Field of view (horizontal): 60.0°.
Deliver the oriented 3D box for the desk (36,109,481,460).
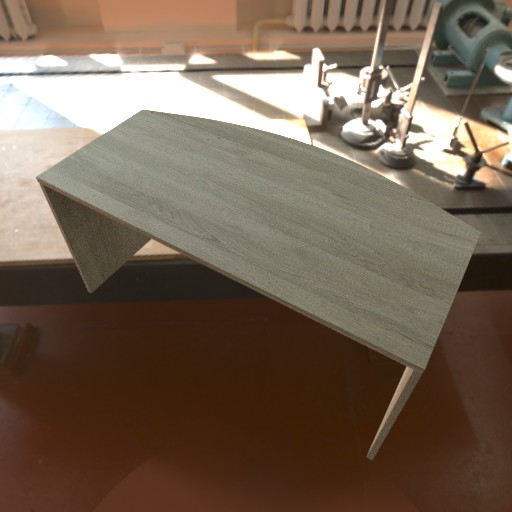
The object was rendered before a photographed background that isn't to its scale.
[{"bbox_3d":[0.000,0.000,2.008,1.600,0.752,0.802,25,52,21],"label":"desk"}]
